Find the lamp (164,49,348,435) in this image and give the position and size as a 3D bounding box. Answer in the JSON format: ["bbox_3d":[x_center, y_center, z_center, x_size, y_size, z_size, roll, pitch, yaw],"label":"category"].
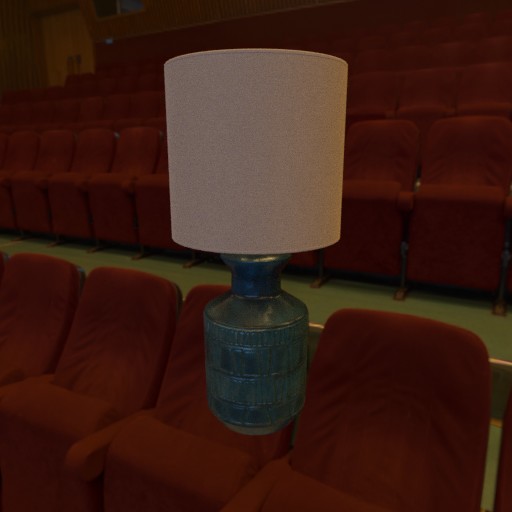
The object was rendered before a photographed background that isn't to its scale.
[{"bbox_3d":[0.000,0.000,0.574,0.211,0.455,0.211,7,16,27],"label":"lamp"}]
